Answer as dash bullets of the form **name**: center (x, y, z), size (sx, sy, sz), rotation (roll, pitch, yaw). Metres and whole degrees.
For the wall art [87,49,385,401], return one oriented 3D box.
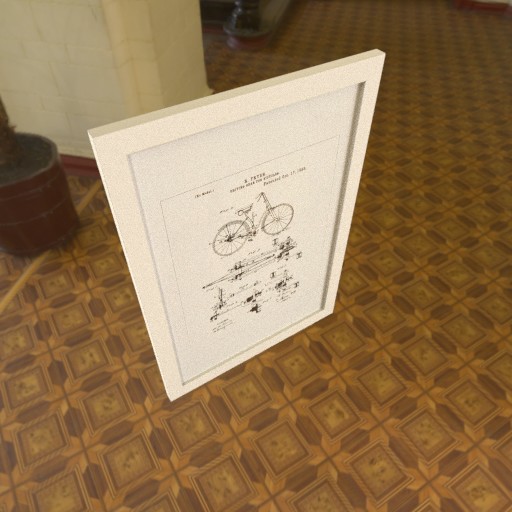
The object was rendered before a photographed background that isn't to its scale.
- **wall art**: center (0.000, 0.000, 0.606), size (0.332, 0.477, 0.015), rotation (-24, 51, -22)
